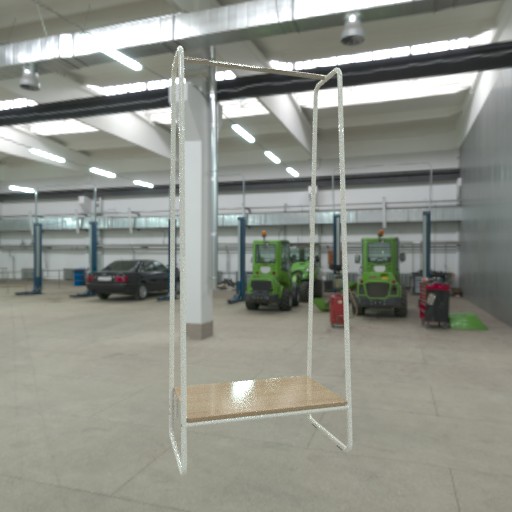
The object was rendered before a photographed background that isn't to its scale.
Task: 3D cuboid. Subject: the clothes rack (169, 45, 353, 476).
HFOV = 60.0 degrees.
[{"bbox_3d":[0.000,0.000,1.752,0.640,1.500,0.400,0,0,-17],"label":"clothes rack"}]
